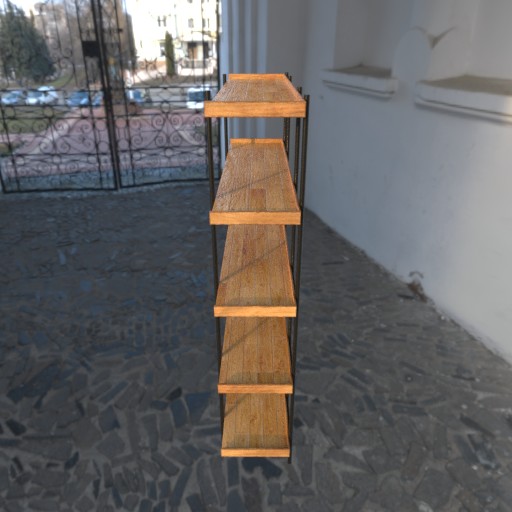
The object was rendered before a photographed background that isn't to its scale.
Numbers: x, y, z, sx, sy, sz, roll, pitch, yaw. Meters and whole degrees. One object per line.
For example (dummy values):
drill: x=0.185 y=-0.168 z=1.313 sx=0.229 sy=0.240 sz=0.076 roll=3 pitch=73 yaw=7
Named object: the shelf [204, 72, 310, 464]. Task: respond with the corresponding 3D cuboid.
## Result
shelf: x=0.000 y=0.000 z=2.476 sx=0.379 sy=1.826 sz=1.371 roll=0 pitch=26 yaw=0
